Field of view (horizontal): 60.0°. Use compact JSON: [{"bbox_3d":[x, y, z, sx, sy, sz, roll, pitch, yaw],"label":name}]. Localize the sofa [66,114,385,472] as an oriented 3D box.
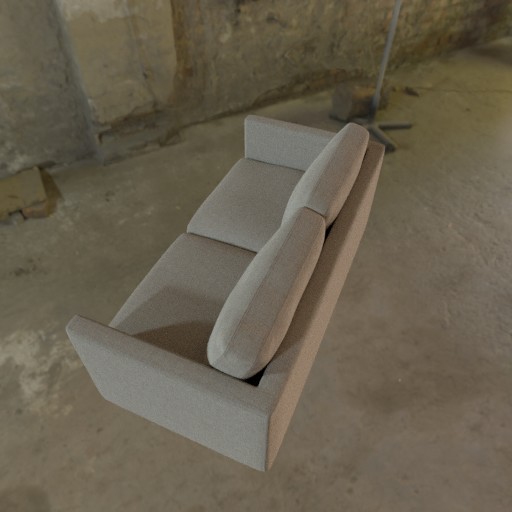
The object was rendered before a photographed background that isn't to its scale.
[{"bbox_3d":[0.000,0.000,2.462,0.951,0.947,1.884,18,50,16],"label":"sofa"}]
